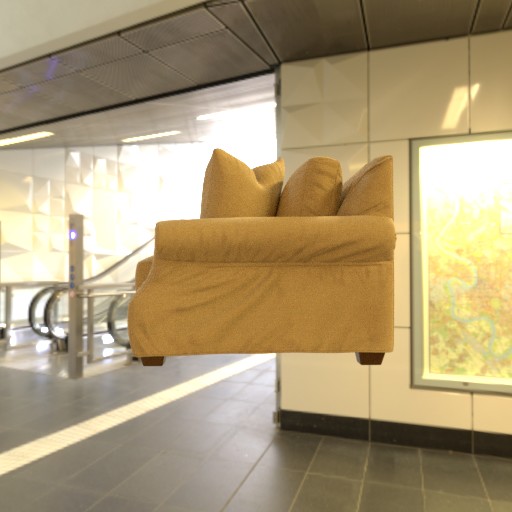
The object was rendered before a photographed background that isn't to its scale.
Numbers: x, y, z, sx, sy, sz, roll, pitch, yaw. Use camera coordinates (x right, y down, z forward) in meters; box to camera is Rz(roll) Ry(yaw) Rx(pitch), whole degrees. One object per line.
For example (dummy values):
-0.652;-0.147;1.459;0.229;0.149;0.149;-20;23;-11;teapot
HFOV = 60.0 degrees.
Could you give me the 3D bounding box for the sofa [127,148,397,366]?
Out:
0.000;0.000;2.790;1.067;0.904;2.285;0;-1;-1;sofa
